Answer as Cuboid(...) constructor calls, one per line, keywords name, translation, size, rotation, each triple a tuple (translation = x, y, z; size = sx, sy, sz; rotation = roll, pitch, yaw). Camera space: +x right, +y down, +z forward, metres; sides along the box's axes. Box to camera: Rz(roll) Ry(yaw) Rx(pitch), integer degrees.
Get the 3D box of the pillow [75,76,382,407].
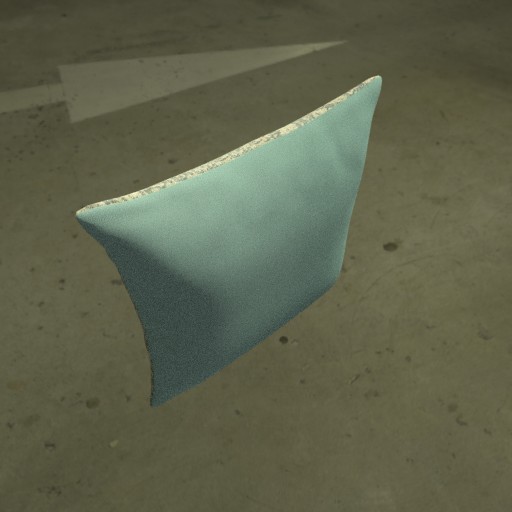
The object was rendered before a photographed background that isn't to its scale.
Cuboid(name="pillow", translation=(0.000, 0.000, 0.788), size=(0.526, 0.507, 0.166), rotation=(-32, 55, -26))
